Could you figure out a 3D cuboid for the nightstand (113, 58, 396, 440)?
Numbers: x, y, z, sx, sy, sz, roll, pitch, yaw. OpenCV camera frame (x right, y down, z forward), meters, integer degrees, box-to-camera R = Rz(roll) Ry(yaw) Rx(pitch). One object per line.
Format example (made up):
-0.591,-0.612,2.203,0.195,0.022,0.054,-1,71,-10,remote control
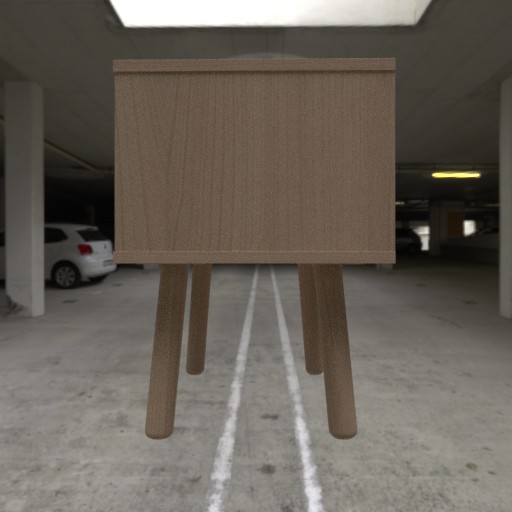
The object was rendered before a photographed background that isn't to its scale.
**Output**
0.000,0.000,0.821,0.380,0.530,0.450,0,0,1,nightstand
